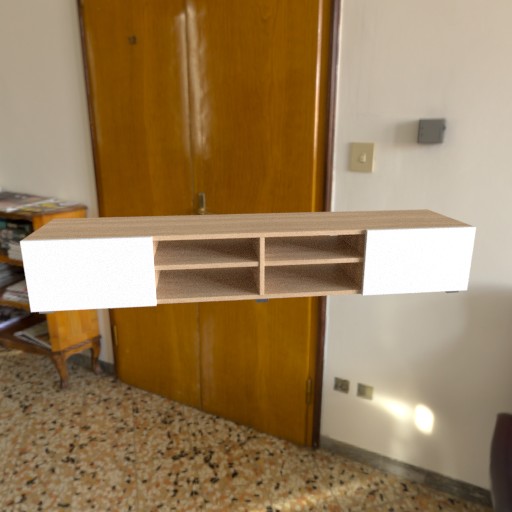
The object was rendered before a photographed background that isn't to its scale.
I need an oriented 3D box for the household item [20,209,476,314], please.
[{"bbox_3d":[0.000,0.000,2.030,1.850,0.310,0.420,-2,17,-7],"label":"household item"}]
